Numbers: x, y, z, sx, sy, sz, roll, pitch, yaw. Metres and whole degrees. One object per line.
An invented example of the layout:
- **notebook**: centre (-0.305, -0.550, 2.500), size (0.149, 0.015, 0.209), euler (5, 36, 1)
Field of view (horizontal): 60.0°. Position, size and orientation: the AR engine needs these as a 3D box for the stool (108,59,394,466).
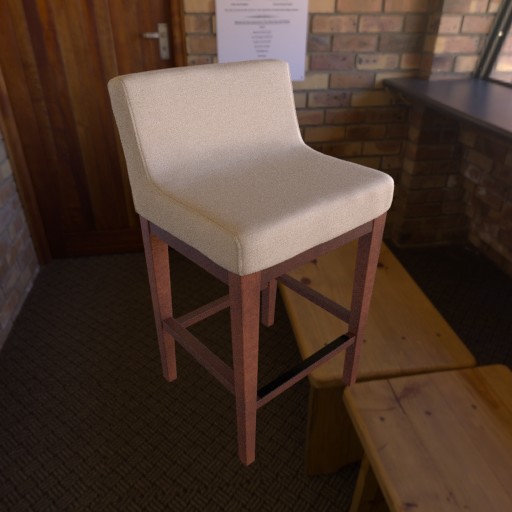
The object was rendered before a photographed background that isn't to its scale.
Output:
- **stool**: centre (0.000, 0.000, 1.219), size (0.511, 0.937, 0.500), euler (-23, 38, -34)
